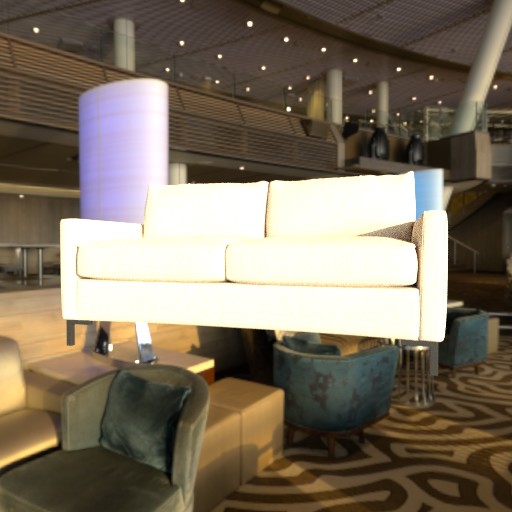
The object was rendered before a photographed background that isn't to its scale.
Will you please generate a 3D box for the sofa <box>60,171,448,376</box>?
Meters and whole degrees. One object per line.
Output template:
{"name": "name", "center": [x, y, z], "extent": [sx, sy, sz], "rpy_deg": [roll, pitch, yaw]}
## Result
{"name": "sofa", "center": [0.000, 0.000, 2.137], "extent": [1.651, 0.812, 0.839], "rpy_deg": [0, 1, 18]}
